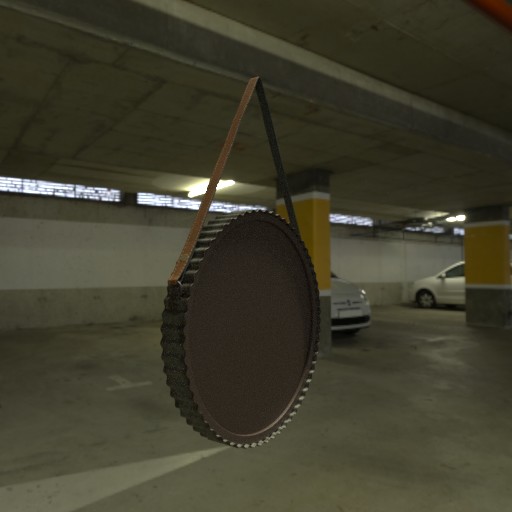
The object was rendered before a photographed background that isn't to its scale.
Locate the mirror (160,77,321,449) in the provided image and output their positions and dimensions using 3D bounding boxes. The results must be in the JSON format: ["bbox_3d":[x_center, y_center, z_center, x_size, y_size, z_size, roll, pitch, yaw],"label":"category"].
[{"bbox_3d":[0.000,0.000,0.694,0.042,0.568,0.355,-2,-3,36],"label":"mirror"}]
